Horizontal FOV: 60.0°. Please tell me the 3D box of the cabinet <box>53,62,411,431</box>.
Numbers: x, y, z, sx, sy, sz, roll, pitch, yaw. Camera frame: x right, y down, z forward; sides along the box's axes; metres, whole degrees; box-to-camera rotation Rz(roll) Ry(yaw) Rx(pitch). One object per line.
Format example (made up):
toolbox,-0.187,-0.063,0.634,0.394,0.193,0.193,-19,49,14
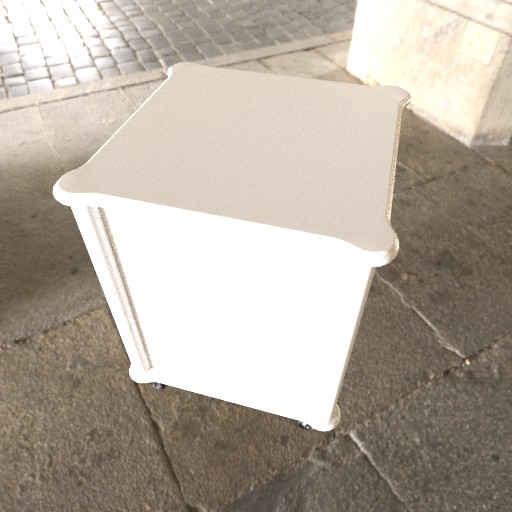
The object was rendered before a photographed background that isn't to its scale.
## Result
cabinet,0.000,0.000,1.213,0.627,0.761,0.628,11,47,11
